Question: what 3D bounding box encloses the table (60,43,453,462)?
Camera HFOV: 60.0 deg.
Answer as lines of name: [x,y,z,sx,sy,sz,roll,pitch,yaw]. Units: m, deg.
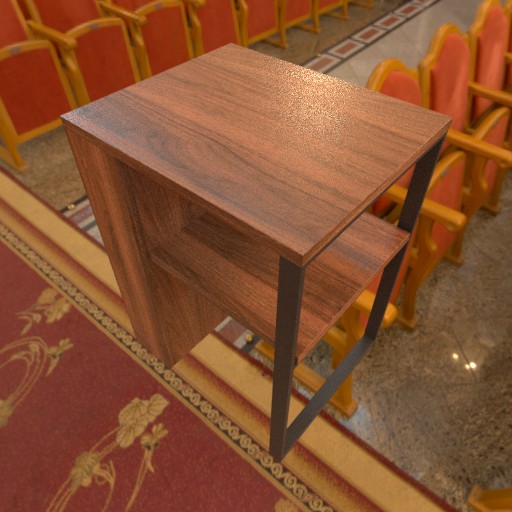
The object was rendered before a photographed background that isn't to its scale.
table: [0.000,0.000,1.528,0.786,1.041,0.660,31,53,27]
